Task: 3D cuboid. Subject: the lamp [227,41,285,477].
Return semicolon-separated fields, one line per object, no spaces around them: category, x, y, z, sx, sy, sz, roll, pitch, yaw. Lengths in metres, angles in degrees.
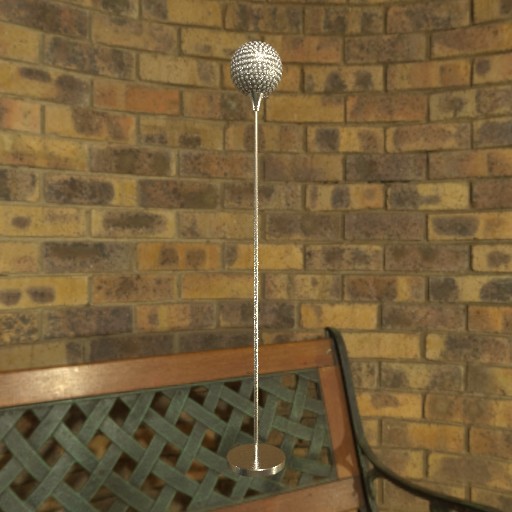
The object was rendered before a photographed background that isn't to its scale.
lamp;0.000;0.000;1.930;0.254;1.805;0.254;0;0;0
